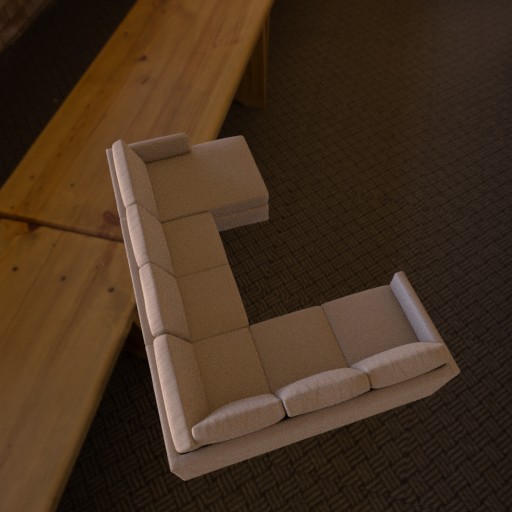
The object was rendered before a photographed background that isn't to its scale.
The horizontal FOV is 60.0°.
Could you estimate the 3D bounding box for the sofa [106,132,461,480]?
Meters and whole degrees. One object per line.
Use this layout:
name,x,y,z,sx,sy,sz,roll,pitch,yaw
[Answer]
sofa,0.000,0.000,4.498,2.427,0.882,3.460,-15,59,-9
